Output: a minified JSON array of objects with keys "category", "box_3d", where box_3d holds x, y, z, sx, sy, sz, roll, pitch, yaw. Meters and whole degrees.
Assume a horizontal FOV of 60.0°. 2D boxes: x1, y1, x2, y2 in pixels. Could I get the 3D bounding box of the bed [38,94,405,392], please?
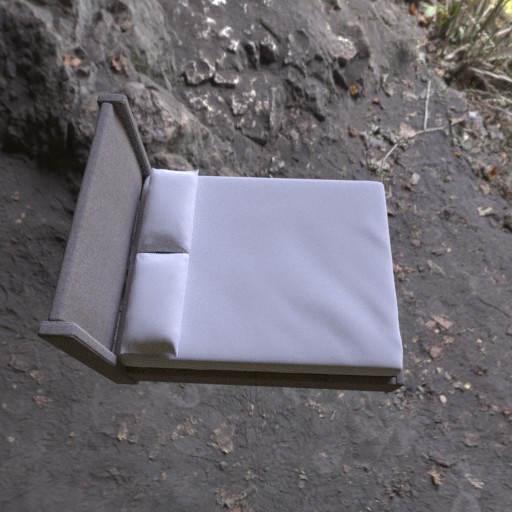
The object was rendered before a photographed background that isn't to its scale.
[{"category":"bed","box_3d":[0.000,0.000,3.325,2.245,1.476,1.714,2,64,1]}]
